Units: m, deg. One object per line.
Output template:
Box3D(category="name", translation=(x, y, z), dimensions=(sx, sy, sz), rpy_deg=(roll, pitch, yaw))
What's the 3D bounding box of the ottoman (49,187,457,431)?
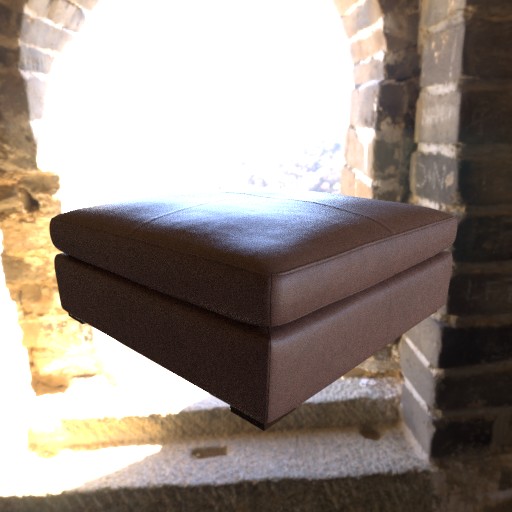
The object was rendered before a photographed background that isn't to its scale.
Box3D(category="ottoman", translation=(0.000, 0.000, 1.758), dimensions=(1.168, 0.490, 1.168), rpy_deg=(13, 20, 41))
